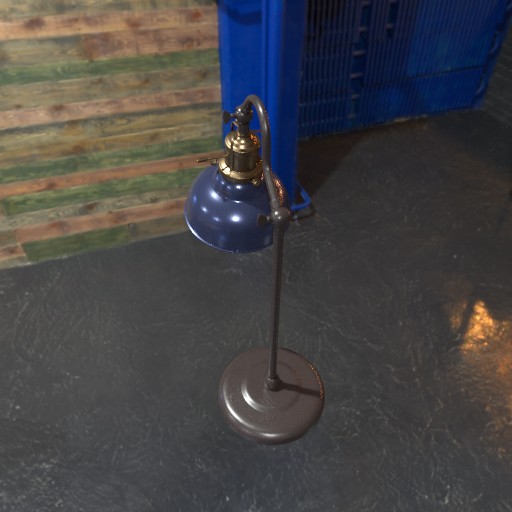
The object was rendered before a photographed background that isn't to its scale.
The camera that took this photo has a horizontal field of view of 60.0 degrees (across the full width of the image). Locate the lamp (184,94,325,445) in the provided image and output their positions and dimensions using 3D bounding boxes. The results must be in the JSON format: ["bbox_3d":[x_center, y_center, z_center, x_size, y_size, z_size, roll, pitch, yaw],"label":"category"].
[{"bbox_3d":[0.000,0.000,0.699,0.192,0.508,0.374,-12,43,-13],"label":"lamp"}]
